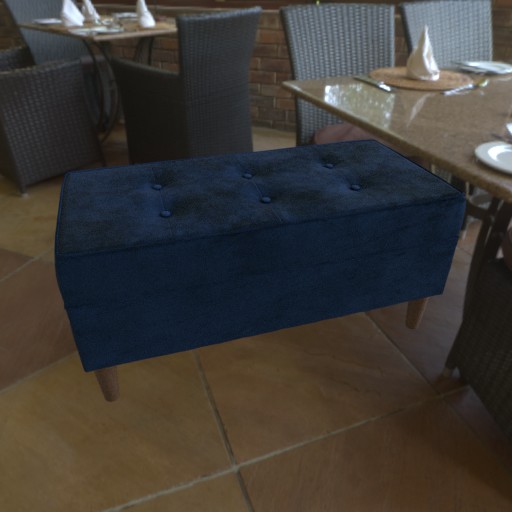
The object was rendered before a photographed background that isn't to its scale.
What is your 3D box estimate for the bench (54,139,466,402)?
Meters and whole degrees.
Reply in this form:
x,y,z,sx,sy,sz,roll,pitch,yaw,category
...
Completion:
x,y,z,sx,sy,sz,roll,pitch,yaw,category
0.000,0.000,1.307,1.010,0.467,0.489,-10,34,-15,bench
